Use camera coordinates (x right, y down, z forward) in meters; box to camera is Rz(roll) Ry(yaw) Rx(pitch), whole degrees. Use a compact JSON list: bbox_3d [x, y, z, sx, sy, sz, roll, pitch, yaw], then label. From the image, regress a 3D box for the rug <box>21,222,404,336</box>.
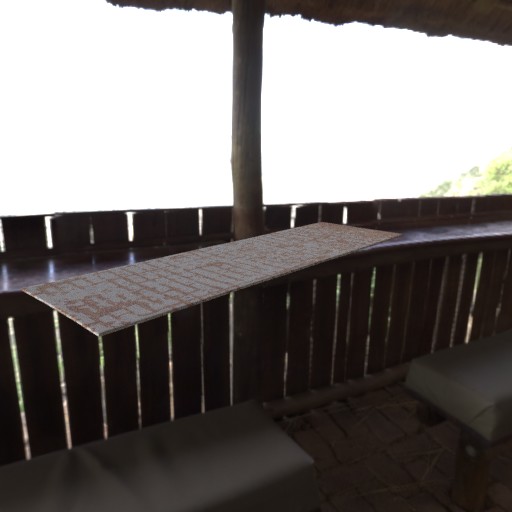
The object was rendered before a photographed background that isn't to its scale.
[{"bbox_3d":[0.000,0.000,2.698,0.750,0.011,2.435,13,20,42],"label":"rug"}]
